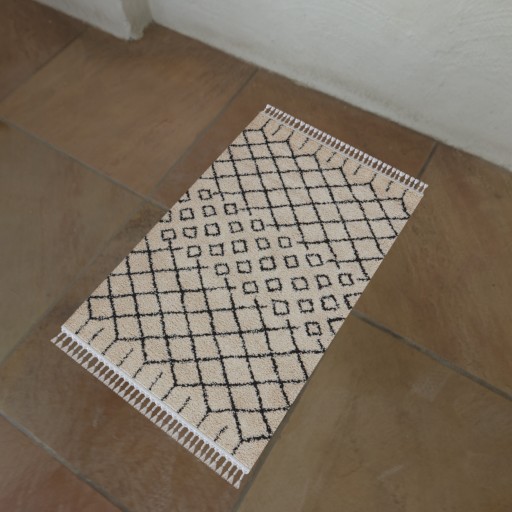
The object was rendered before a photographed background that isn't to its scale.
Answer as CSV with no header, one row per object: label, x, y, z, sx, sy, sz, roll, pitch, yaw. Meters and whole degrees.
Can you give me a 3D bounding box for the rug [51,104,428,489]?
rug,0.000,0.000,2.496,1.196,0.008,2.006,32,67,15
